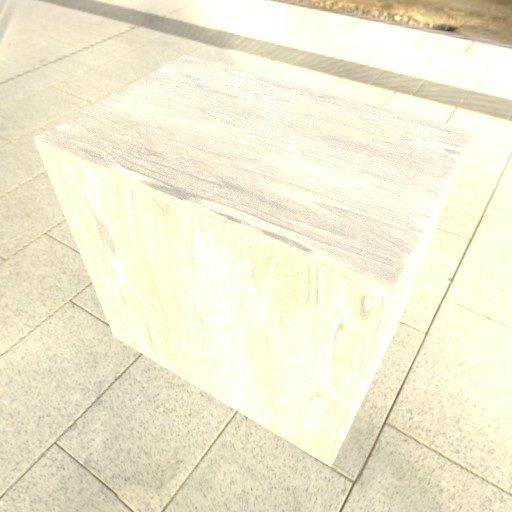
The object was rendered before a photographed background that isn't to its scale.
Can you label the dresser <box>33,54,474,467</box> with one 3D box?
[{"bbox_3d":[0.000,0.000,1.244,0.809,0.762,0.529,24,50,21],"label":"dresser"}]
